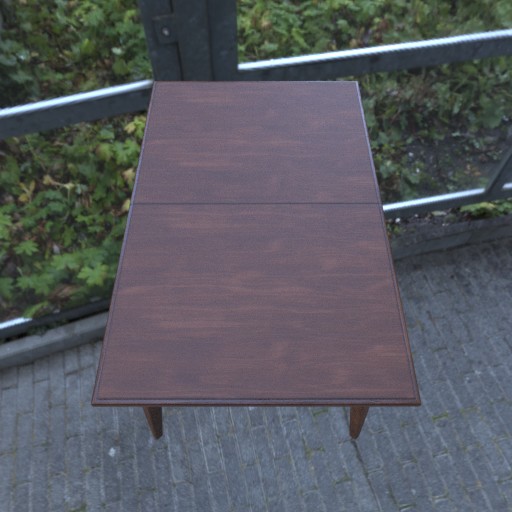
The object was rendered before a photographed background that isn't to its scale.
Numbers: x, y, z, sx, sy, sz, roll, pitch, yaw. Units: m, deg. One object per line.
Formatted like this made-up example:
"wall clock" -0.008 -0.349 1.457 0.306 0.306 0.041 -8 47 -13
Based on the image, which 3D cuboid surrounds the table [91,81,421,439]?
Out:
"table" 0.000 0.000 2.047 0.990 0.761 1.524 0 58 0
